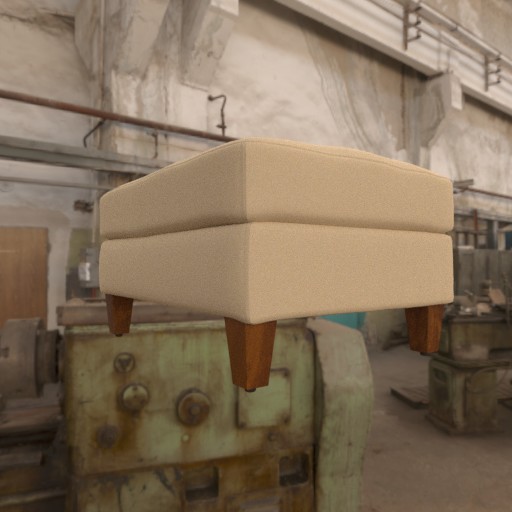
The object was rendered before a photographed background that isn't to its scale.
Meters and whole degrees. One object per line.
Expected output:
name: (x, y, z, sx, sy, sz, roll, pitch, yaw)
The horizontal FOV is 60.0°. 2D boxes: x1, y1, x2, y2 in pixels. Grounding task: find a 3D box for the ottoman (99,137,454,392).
ottoman: (0.000, 0.000, 1.213, 0.634, 0.485, 0.818, 0, -1, -36)
